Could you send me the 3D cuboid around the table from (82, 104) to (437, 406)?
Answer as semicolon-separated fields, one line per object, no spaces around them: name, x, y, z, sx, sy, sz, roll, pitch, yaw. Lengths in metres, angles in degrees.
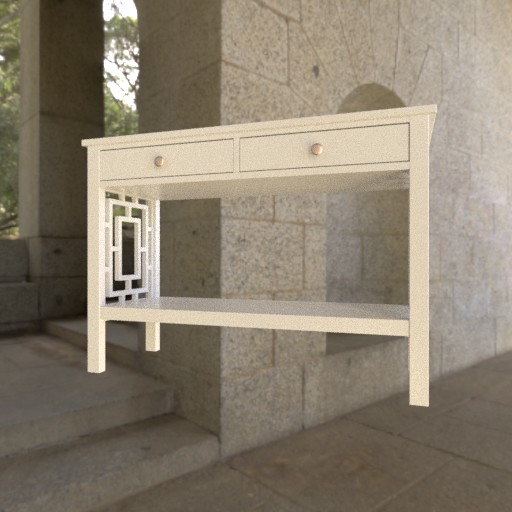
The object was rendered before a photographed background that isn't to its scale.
table;0.000;0.000;1.444;1.068;0.753;0.397;0;0;19
